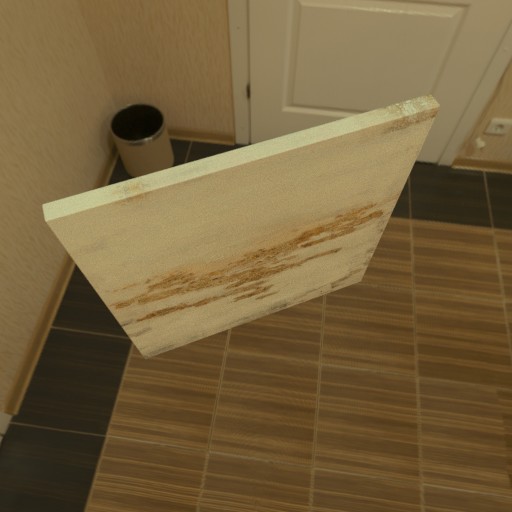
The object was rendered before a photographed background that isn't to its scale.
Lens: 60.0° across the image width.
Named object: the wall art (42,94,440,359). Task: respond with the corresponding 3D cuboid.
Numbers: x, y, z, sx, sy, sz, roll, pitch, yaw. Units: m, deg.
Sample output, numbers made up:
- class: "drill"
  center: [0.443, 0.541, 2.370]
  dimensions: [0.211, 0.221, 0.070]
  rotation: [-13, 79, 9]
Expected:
- class: "wall art"
  center: [0.000, 0.000, 1.126]
  dimensions: [0.753, 0.755, 0.038]
  rotation: [-18, 62, -10]
